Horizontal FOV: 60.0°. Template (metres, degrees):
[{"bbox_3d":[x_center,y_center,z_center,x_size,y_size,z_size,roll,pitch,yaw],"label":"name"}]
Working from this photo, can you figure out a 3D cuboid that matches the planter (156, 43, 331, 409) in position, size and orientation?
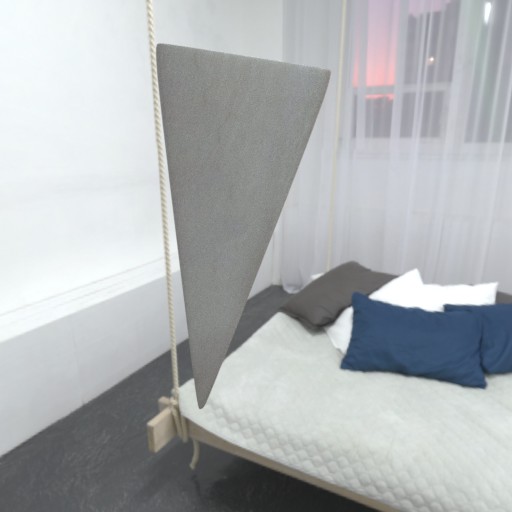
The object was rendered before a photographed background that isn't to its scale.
[{"bbox_3d":[0.000,0.000,0.157,0.047,0.130,0.058,2,16,8],"label":"planter"}]
